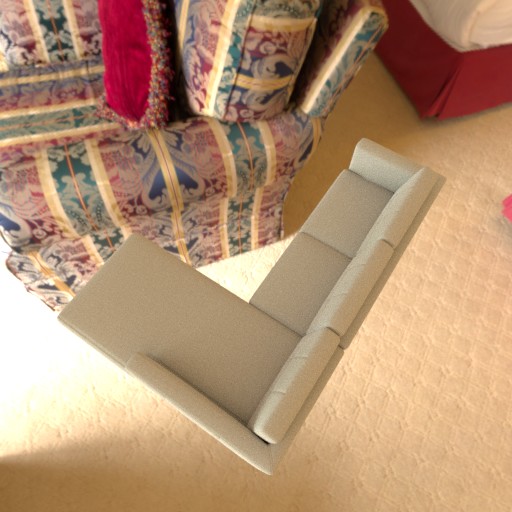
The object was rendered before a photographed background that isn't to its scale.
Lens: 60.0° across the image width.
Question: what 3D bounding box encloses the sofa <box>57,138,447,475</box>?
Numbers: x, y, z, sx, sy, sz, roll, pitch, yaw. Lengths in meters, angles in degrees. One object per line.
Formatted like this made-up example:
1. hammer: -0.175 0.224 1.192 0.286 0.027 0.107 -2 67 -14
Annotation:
1. sofa: 0.000 0.000 2.826 1.530 0.860 2.040 31 68 14
